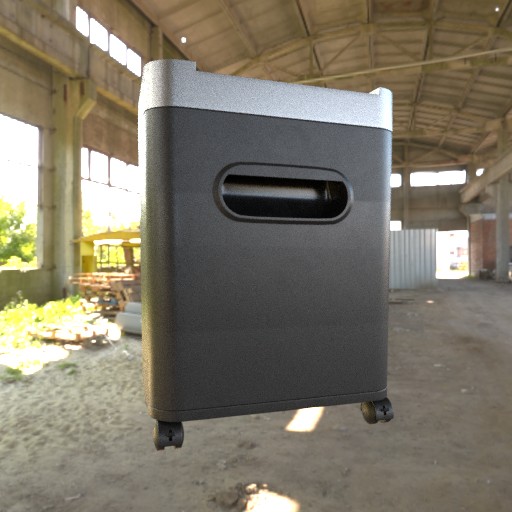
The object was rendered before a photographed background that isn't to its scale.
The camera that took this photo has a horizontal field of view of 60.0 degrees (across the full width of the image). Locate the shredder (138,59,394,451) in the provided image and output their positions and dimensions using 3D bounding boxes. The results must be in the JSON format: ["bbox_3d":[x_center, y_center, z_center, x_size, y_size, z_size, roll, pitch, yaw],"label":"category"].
[{"bbox_3d":[0.000,0.000,0.610,0.311,0.419,0.237,0,-1,-18],"label":"shredder"}]
